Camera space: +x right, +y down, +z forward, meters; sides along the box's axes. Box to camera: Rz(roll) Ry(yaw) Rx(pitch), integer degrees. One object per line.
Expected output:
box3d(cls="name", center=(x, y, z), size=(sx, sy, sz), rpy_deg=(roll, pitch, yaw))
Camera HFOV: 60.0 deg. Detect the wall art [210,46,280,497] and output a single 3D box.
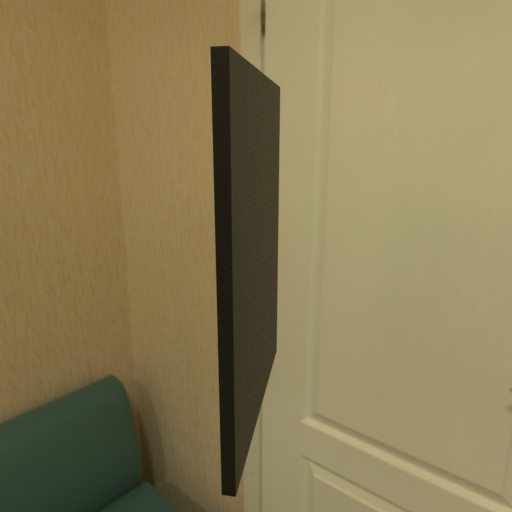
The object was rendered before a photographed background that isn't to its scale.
box3d(cls="wall art", center=(0.000, 0.000, 1.382), size=(0.038, 1.062, 0.806), rpy_deg=(3, 16, 10))
